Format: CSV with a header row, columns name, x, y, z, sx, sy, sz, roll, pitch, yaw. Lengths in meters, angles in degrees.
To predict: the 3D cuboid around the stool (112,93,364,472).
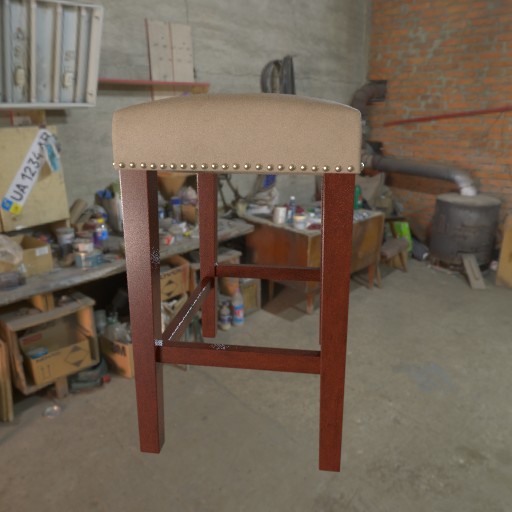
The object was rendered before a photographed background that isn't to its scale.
name,x,y,z,sx,sy,sz,roll,pitch,yaw
stool,0.000,0.000,0.945,0.375,0.632,0.509,2,17,7
